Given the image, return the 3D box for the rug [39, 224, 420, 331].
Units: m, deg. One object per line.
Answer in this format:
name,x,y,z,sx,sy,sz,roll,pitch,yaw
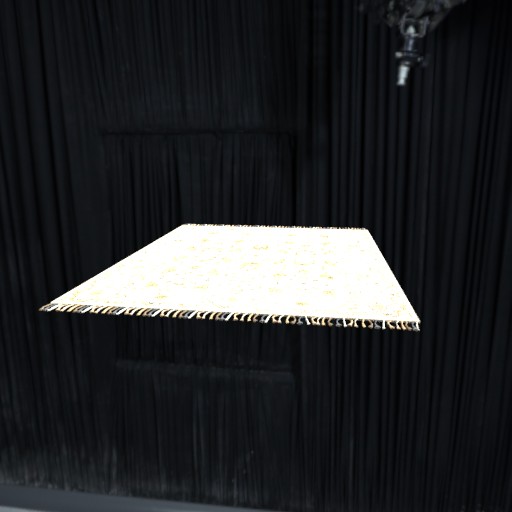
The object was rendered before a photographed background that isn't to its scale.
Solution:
rug,0.000,0.000,2.264,1.278,0.009,1.726,2,14,8
